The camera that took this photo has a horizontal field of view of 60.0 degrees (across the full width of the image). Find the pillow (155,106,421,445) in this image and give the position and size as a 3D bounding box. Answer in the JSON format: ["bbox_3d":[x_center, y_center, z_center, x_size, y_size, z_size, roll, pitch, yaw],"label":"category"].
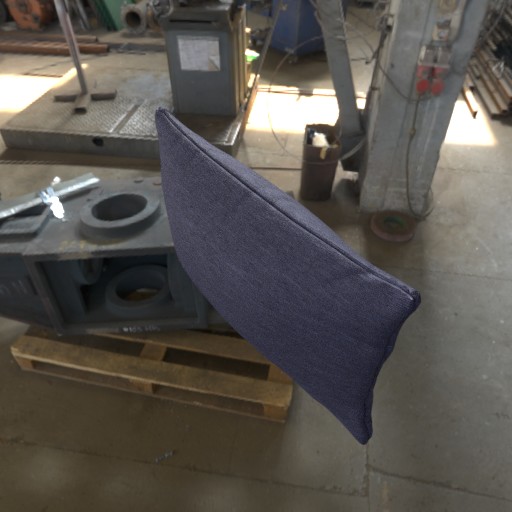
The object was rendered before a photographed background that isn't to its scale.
[{"bbox_3d":[0.000,0.000,0.789,0.210,0.338,0.633,-26,48,-26],"label":"pillow"}]
